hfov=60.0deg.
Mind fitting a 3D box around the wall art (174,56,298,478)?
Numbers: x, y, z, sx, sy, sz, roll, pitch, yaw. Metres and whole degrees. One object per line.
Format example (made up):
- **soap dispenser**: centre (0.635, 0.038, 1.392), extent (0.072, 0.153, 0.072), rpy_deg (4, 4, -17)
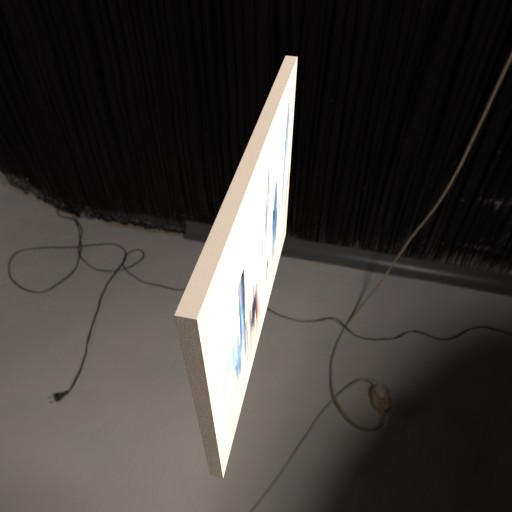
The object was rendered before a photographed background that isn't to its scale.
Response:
- **wall art**: centre (0.000, 0.000, 1.313), extent (0.038, 0.762, 1.016), rpy_deg (9, 47, 9)
